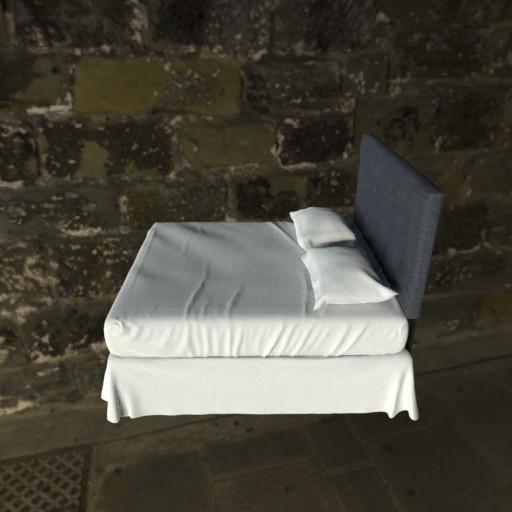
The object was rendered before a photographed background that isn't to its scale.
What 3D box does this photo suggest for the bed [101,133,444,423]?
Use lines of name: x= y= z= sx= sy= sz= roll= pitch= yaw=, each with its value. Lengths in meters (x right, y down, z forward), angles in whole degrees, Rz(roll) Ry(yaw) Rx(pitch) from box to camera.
bed: x=0.000 y=0.000 z=3.475 sx=2.222 sy=1.577 sz=1.936 roll=0 pitch=27 yaw=-1
